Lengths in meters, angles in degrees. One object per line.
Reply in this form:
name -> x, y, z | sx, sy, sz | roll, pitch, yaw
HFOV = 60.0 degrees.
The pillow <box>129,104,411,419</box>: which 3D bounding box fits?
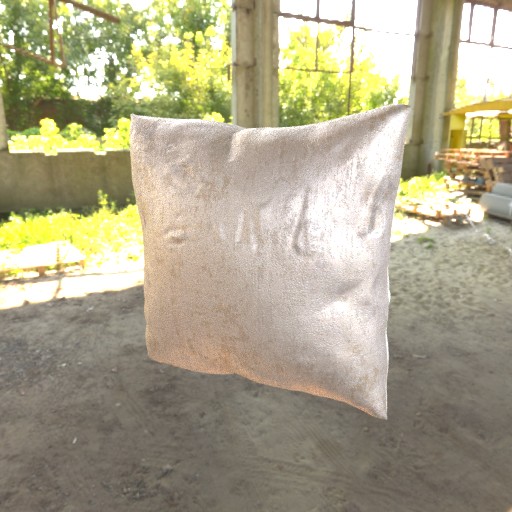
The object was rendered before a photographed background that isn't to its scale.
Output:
pillow -> 0.000, 0.000, 0.710 | 0.450, 0.448, 0.245 | 7, 17, 26
